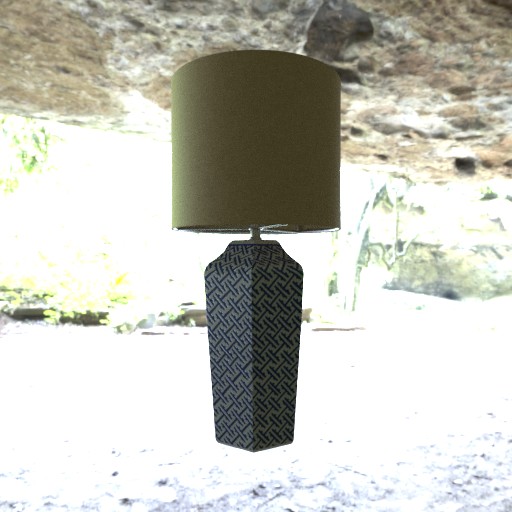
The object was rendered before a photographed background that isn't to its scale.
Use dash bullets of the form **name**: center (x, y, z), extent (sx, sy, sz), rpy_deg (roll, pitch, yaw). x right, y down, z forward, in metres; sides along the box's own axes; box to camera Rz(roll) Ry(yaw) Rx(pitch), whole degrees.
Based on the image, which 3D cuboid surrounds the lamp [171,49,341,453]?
- **lamp**: center (0.000, 0.000, 0.847), extent (0.320, 0.682, 0.320), rpy_deg (0, 0, 37)
